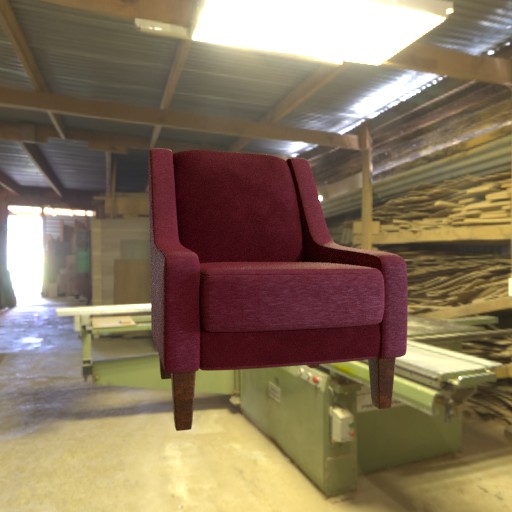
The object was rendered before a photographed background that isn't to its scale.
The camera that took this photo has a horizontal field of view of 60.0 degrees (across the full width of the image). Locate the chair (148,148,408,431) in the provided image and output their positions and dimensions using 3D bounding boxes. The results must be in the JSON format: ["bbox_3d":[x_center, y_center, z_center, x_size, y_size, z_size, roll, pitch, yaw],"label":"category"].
[{"bbox_3d":[0.000,0.000,1.755,0.793,1.017,0.985,0,0,-16],"label":"chair"}]
